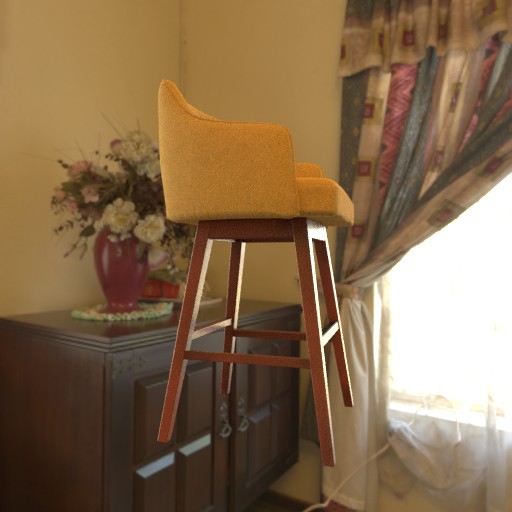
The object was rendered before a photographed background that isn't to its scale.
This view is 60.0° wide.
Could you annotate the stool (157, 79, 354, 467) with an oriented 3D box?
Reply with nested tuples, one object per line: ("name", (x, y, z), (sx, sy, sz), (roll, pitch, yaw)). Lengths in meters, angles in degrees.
("stool", (0.000, 0.000, 1.368), (0.558, 1.012, 0.548), (0, 0, 18))
